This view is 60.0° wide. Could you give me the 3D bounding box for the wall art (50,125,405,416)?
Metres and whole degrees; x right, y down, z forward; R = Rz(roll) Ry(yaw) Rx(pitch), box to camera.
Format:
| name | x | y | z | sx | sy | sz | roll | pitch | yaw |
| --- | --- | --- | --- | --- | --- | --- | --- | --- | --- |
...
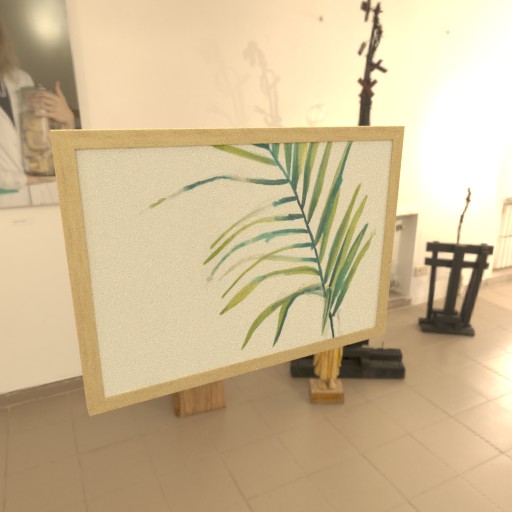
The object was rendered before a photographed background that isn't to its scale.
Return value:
| name | x | y | z | sx | sy | sz | roll | pitch | yaw |
| --- | --- | --- | --- | --- | --- | --- | --- | --- | --- |
| wall art | 0.000 | 0.000 | 0.683 | 0.532 | 0.380 | 0.032 | -9 | 19 | -26 |
